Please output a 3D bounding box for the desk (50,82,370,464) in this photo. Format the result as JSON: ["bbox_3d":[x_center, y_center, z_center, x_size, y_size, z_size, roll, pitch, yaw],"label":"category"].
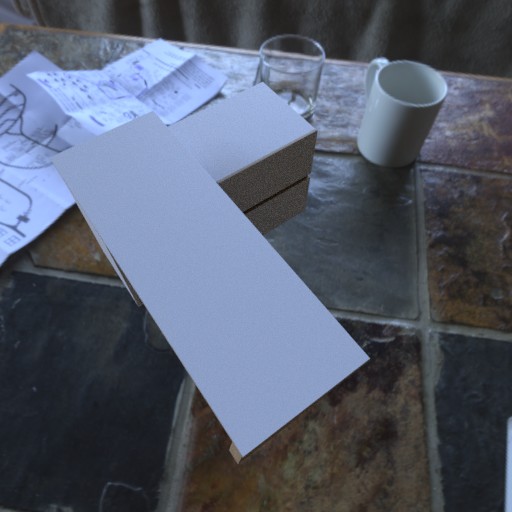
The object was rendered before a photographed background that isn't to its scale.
[{"bbox_3d":[0.000,0.000,2.030,1.098,0.755,1.404,-32,64,-18],"label":"desk"}]
